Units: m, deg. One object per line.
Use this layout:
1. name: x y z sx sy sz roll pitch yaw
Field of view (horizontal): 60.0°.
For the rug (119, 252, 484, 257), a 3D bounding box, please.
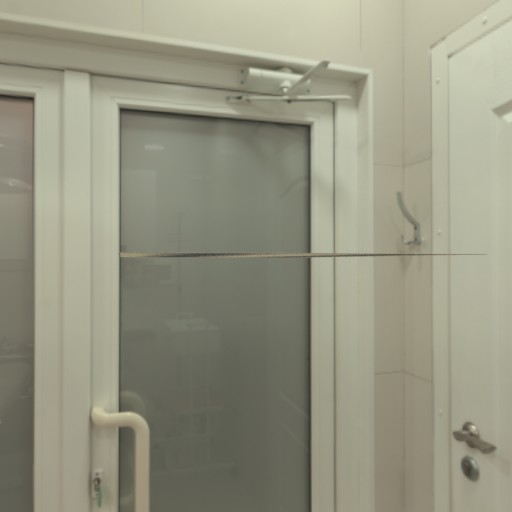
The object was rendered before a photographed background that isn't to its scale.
1. rug: 0.000 0.000 4.162 2.453 0.004 3.037 0 -1 -17
